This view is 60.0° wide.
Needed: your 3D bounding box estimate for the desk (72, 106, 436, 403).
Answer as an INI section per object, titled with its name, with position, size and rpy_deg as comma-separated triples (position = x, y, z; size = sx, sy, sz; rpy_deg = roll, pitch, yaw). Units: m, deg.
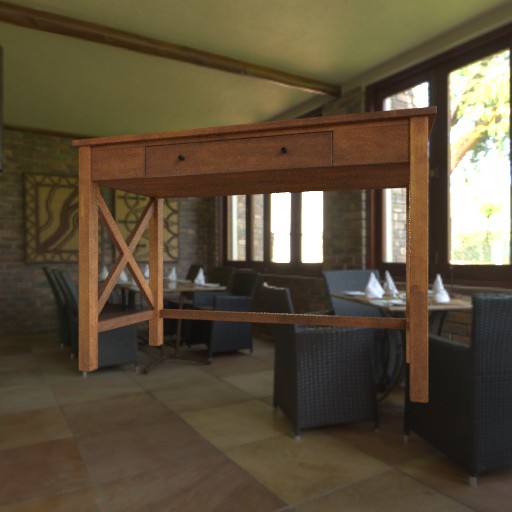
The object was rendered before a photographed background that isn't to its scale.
[desk]
position = 0.000, 0.000, 1.531
size = 1.117, 0.762, 0.508
rpy_deg = 0, 0, 17
